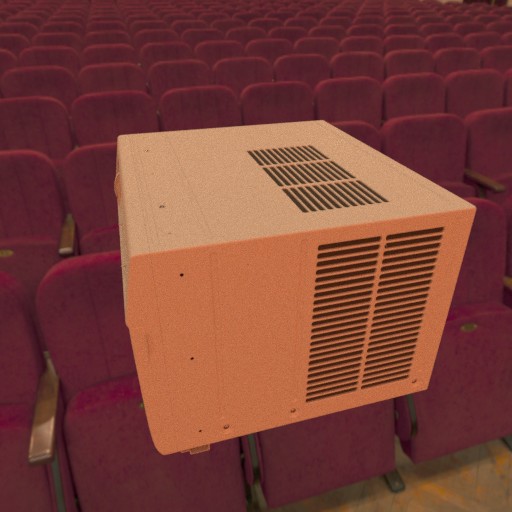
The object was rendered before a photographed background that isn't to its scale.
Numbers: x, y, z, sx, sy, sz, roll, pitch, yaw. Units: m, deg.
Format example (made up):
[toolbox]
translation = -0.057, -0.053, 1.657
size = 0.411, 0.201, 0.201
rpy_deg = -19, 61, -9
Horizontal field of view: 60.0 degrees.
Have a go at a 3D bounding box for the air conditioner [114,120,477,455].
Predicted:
[air conditioner]
translation = 0.000, 0.000, 1.059
size = 0.599, 0.455, 0.645
rpy_deg = -8, 31, -14
